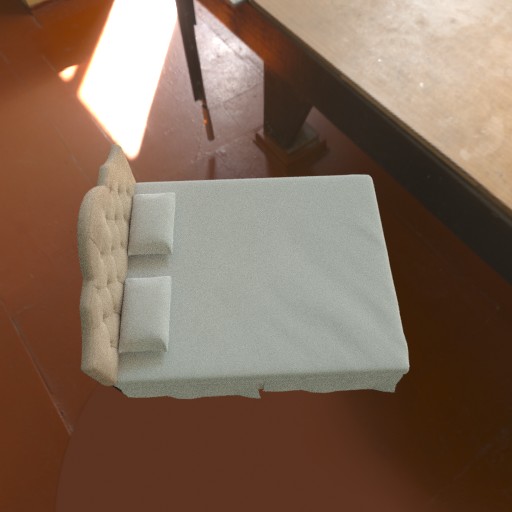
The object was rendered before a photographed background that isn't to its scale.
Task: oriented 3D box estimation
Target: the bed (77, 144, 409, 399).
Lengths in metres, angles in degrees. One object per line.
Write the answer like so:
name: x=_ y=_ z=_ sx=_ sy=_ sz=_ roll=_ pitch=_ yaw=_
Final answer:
bed: x=0.000 y=0.000 z=2.991 sx=1.970 sy=1.194 sz=1.667 roll=-2 pitch=63 yaw=-1
